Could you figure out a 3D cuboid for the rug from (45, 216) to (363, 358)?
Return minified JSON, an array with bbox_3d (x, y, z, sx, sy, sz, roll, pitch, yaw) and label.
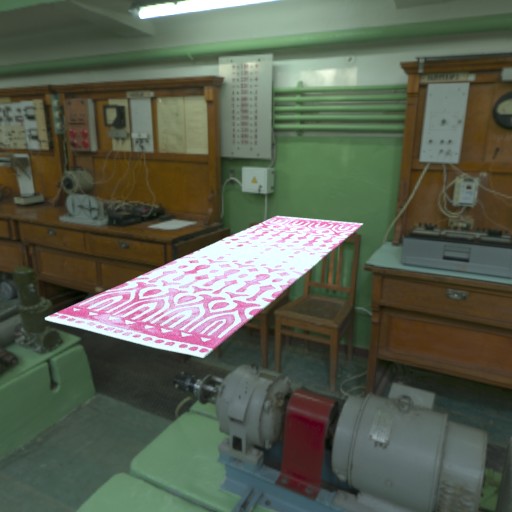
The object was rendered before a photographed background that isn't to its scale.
[{"bbox_3d":[0.000,0.000,2.752,0.787,0.011,2.458,8,18,25],"label":"rug"}]
